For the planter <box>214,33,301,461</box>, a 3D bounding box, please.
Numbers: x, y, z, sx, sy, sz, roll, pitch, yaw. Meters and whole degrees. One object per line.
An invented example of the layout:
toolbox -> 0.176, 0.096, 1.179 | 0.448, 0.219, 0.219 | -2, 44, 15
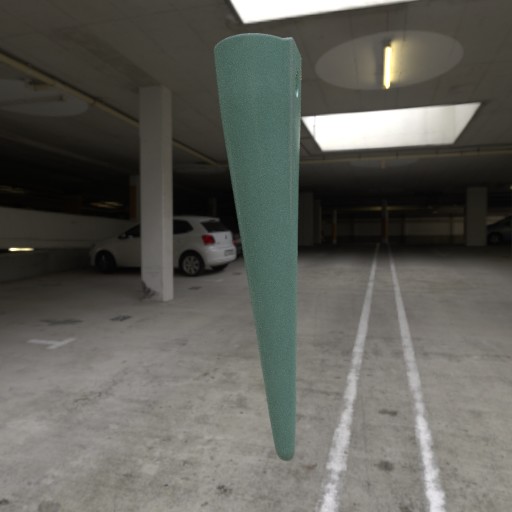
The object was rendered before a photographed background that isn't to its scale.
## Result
planter -> 0.000, 0.000, 0.294 | 0.055, 0.268, 0.054 | 0, 1, 16
